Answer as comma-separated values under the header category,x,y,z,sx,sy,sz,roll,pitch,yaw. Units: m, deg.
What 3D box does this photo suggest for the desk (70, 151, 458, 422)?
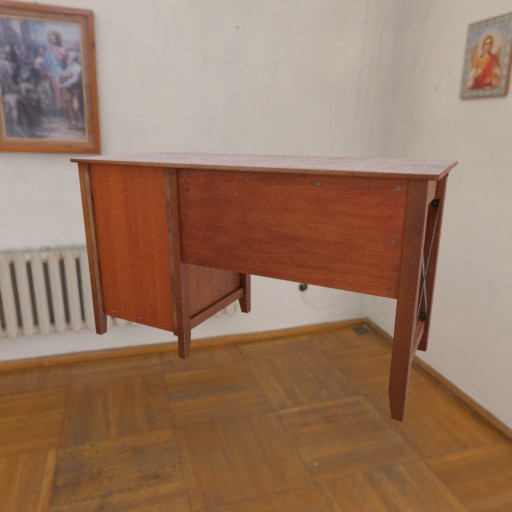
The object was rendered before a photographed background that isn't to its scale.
category,x,y,z,sx,sy,sz,roll,pitch,yaw
desk,0.000,0.000,1.770,1.353,0.756,0.574,8,18,27
